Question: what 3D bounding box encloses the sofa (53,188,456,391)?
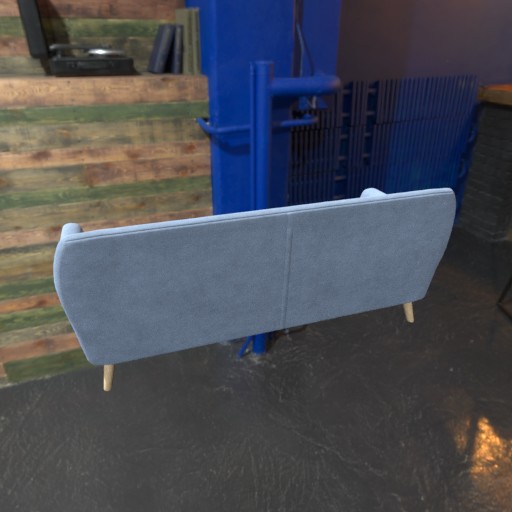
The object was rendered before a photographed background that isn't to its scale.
[{"bbox_3d":[0.000,0.000,2.435,1.970,0.830,0.830,-9,28,-17],"label":"sofa"}]
